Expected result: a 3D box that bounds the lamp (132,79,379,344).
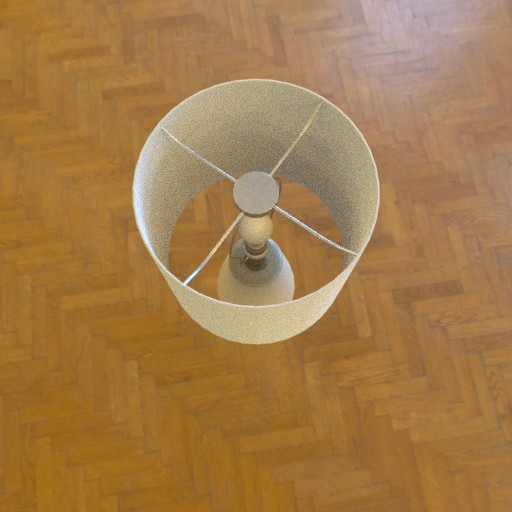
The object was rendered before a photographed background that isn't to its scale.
[{"bbox_3d":[0.000,0.000,0.472,0.186,0.369,0.186,0,75,0],"label":"lamp"}]
